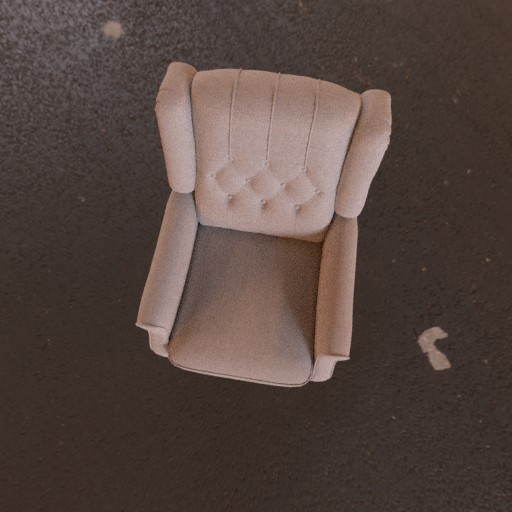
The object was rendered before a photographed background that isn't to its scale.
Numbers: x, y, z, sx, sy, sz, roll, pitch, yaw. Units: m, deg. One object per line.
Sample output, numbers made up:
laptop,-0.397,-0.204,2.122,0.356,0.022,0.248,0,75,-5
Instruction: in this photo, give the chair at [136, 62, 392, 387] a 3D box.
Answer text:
chair,0.000,0.000,1.637,0.742,1.035,0.902,9,76,2
